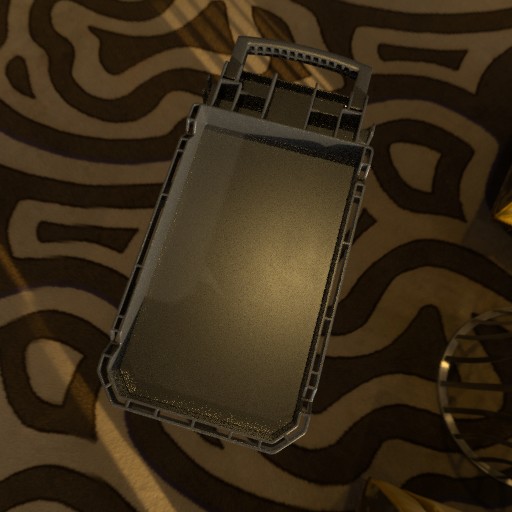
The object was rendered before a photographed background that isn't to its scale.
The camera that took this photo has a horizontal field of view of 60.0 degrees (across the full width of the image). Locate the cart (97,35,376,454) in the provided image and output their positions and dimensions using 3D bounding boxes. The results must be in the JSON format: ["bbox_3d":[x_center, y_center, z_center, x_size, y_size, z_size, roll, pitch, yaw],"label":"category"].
[{"bbox_3d":[0.000,0.000,1.536,0.497,0.884,1.061,15,76,4],"label":"cart"}]
